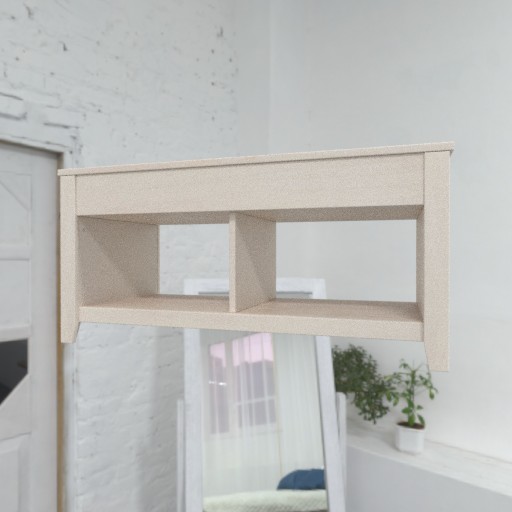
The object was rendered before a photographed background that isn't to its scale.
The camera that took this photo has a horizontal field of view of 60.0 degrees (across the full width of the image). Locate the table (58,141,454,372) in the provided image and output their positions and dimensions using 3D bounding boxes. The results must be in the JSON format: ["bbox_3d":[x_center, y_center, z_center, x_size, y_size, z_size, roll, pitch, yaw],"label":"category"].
[{"bbox_3d":[0.000,0.000,1.299,1.016,0.483,0.457,0,0,18],"label":"table"}]
